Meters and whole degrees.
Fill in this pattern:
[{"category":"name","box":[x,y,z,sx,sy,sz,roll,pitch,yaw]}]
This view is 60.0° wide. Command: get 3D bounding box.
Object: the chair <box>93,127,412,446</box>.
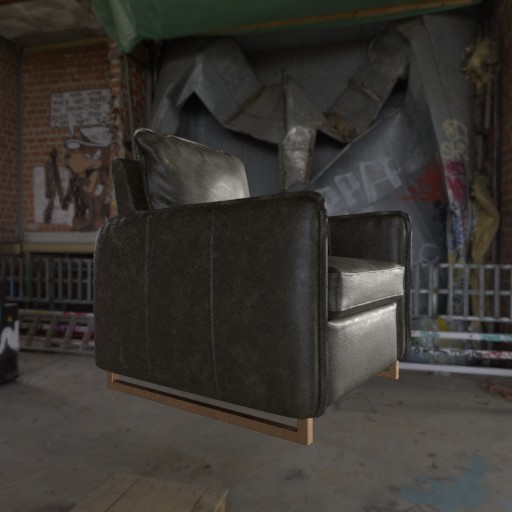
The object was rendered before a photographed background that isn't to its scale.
[{"category":"chair","box":[0.000,0.000,1.610,0.921,0.921,0.830,1,1,35]}]
